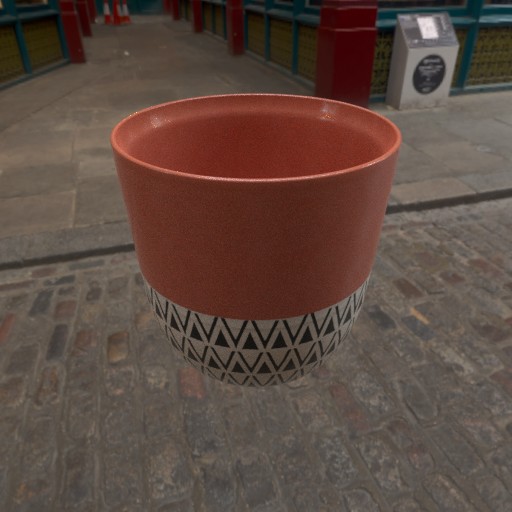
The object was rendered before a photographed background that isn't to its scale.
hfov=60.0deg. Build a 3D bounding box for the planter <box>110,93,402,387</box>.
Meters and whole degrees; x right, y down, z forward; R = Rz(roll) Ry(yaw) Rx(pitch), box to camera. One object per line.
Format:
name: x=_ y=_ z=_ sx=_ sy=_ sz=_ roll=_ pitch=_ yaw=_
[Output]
planter: x=0.000 y=0.000 z=0.364 sx=0.195 sy=0.214 sz=0.195 roll=0 pitch=32 yaw=0
